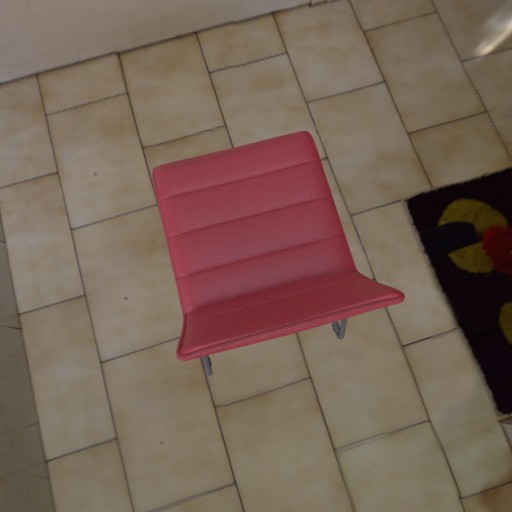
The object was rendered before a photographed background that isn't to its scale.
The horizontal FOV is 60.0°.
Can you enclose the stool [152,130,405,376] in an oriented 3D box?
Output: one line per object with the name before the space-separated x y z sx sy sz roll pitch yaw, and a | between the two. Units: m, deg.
stool | 0.000 0.000 1.177 0.489 0.866 0.524 -15 76 -4
